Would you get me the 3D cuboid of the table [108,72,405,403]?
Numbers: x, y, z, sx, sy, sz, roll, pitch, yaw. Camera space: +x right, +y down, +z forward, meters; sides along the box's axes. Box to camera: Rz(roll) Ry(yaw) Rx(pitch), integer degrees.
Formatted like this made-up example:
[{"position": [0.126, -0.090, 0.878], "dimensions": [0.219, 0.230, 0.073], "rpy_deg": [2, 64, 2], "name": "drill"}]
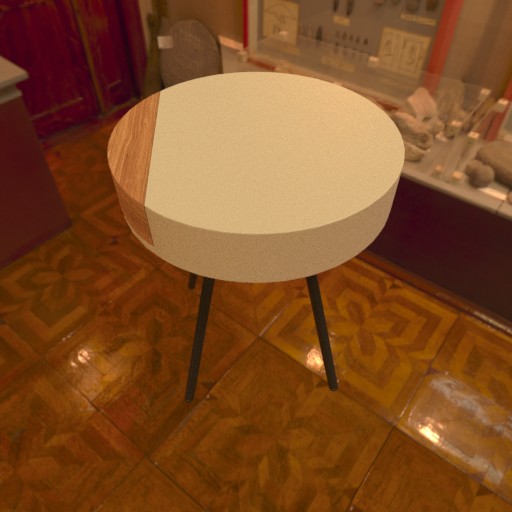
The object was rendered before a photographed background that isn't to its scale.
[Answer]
[{"position": [0.000, 0.000, 0.852], "dimensions": [0.450, 0.525, 0.450], "rpy_deg": [0, 46, 0], "name": "table"}]
